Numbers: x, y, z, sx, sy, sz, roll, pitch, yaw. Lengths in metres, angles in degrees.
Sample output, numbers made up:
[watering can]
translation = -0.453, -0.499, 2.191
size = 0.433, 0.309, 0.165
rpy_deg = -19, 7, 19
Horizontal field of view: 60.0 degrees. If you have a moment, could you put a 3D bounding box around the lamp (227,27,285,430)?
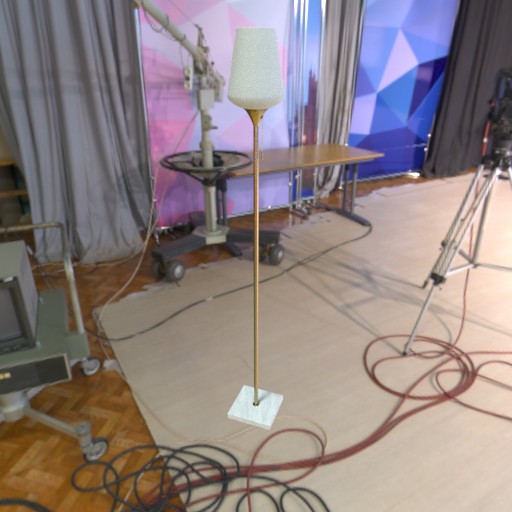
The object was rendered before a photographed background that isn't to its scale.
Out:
[lamp]
translation = 0.000, 0.000, 1.981
size = 0.232, 1.813, 0.229
rpy_deg = 9, 27, 19
